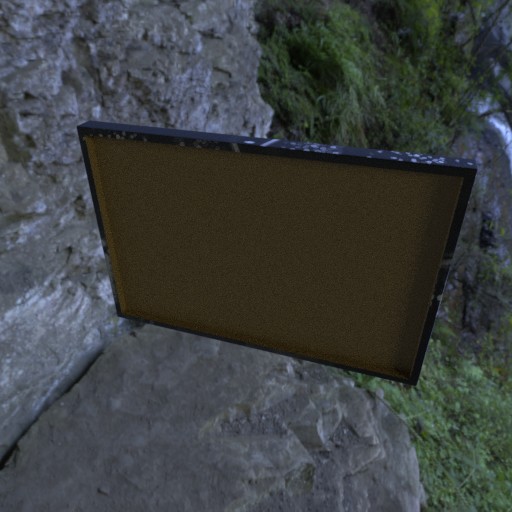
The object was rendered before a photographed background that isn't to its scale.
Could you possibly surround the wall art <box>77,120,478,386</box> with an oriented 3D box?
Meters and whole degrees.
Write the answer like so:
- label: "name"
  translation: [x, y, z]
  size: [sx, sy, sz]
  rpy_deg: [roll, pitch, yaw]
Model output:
- label: "wall art"
  translation: [0.000, 0.000, 0.769]
  size: [0.609, 0.406, 0.037]
  rpy_deg: [10, 34, 15]
